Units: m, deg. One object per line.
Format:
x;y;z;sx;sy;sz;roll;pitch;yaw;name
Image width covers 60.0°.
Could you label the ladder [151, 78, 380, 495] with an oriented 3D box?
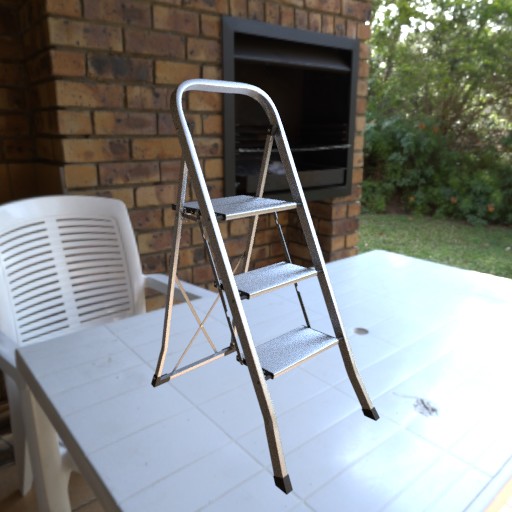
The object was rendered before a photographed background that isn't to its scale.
0.000;0.000;1.416;0.465;1.070;0.704;-15;21;-42;ladder
